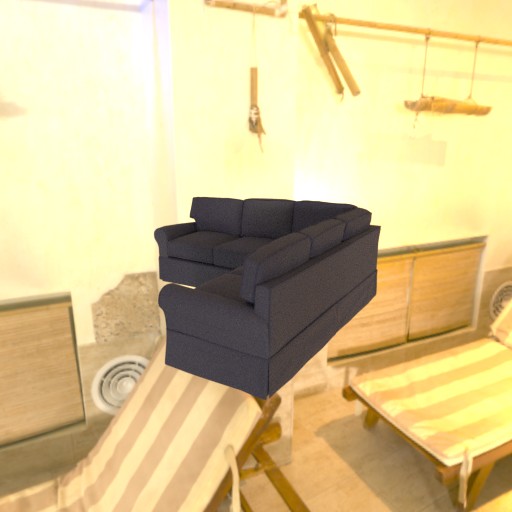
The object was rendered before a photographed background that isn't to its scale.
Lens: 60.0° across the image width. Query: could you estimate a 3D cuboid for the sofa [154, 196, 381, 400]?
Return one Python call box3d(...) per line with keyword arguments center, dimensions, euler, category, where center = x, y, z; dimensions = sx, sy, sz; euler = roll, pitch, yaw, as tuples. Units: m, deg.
box3d(center=(0.000, 0.000, 5.189), dimensions=(2.874, 1.169, 3.773), euler=(-8, 17, -26), category="sofa")
